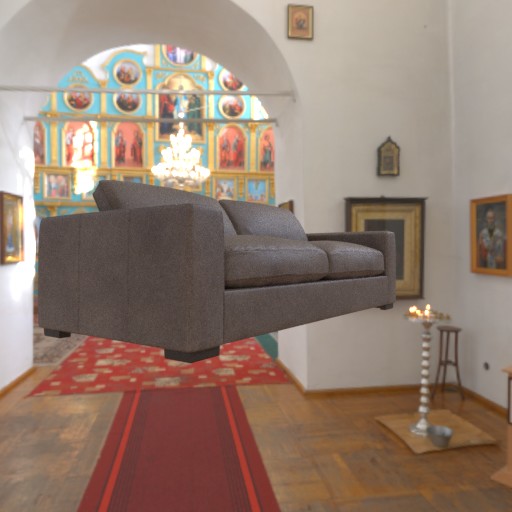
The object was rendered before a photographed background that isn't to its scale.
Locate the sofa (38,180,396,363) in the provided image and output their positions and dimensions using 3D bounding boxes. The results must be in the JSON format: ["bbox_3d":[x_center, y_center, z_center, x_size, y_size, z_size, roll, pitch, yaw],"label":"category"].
[{"bbox_3d":[0.000,0.000,2.797,1.070,0.801,2.262,0,0,36],"label":"sofa"}]
